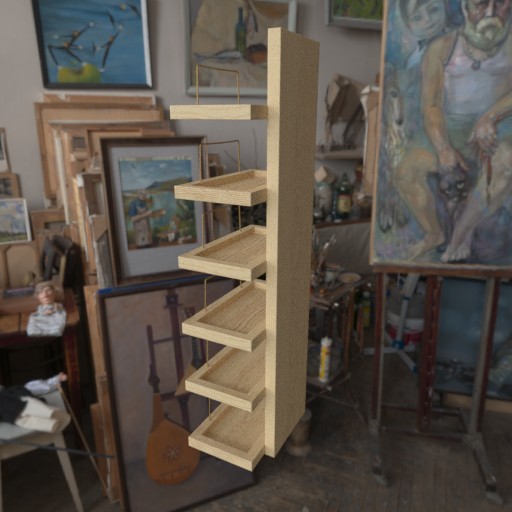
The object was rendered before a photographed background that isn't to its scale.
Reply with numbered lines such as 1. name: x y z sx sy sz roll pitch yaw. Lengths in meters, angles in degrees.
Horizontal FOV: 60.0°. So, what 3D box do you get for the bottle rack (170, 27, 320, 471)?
1. bottle rack: 0.000 0.000 1.063 0.206 0.943 0.330 9 20 27
